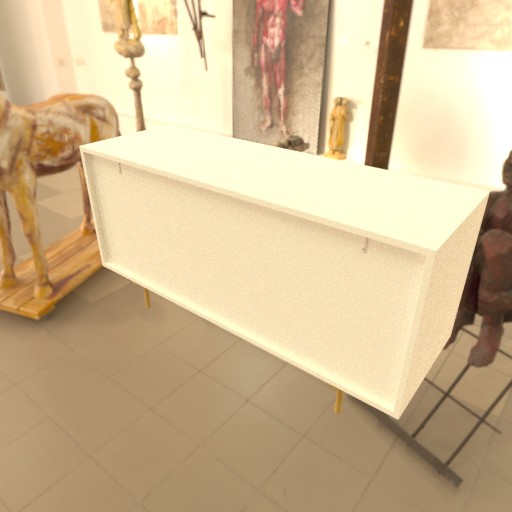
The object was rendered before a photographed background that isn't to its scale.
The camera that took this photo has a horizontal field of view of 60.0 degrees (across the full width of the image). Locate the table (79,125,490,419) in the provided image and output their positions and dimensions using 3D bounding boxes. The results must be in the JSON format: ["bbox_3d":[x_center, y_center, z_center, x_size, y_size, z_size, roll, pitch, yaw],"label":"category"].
[{"bbox_3d":[0.000,0.000,1.830,1.500,0.769,0.508,21,35,33],"label":"table"}]
